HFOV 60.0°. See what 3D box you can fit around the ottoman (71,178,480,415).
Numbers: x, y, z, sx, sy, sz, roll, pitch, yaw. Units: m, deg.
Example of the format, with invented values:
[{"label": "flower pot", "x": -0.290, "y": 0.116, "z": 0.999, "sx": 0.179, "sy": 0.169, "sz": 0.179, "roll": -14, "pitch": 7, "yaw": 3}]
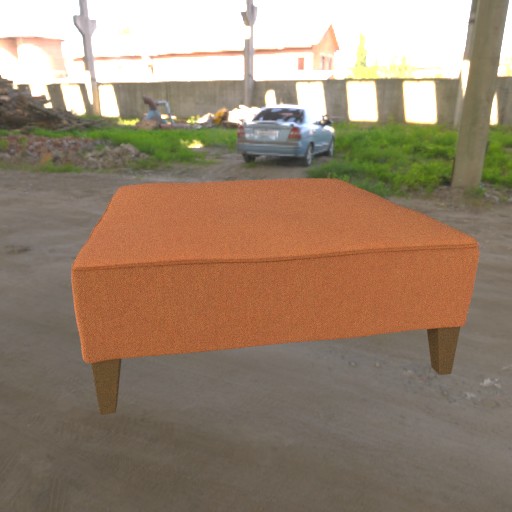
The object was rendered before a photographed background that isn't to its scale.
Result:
[{"label": "ottoman", "x": 0.000, "y": 0.000, "z": 1.531, "sx": 0.999, "sy": 0.438, "sz": 0.997, "roll": -3, "pitch": 19, "yaw": -10}]
